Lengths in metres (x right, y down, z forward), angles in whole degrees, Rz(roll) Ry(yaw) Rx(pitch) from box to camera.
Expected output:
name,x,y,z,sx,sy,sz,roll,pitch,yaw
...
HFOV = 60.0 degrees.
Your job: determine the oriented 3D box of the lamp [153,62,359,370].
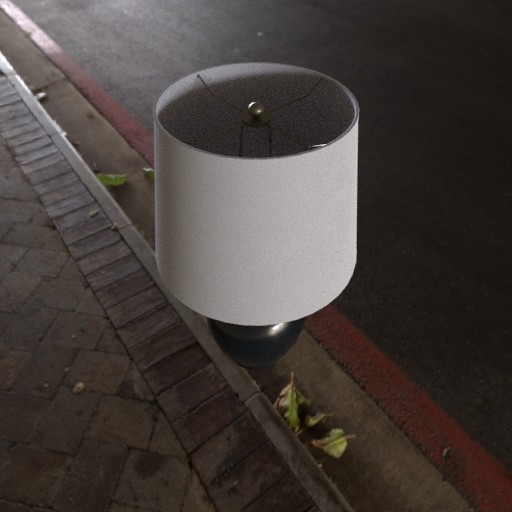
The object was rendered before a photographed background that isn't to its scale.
name,x,y,z,sx,sy,sz,roll,pitch,yaw
lamp,0.000,0.000,0.549,0.239,0.399,0.239,0,45,0
